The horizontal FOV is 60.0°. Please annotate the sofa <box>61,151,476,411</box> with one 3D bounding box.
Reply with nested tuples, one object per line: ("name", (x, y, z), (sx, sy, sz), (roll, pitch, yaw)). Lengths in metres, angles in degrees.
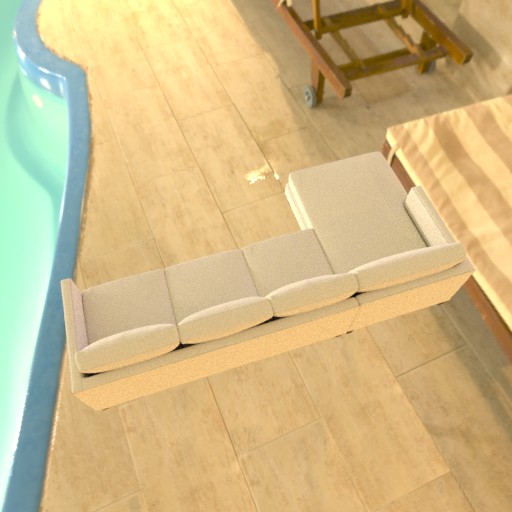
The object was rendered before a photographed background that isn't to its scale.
("sofa", (0.000, 0.000, 3.884), (3.186, 0.846, 1.625), (-15, 61, -9))
